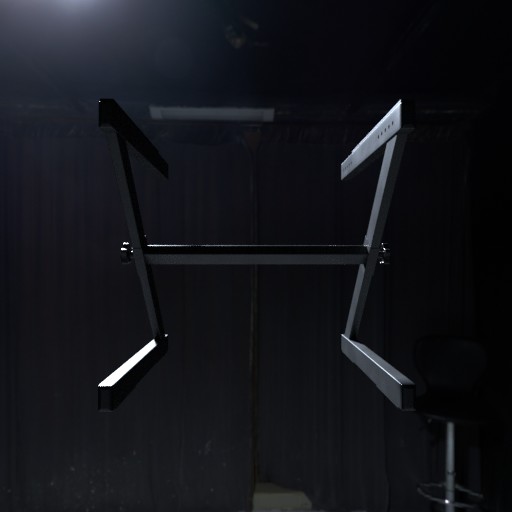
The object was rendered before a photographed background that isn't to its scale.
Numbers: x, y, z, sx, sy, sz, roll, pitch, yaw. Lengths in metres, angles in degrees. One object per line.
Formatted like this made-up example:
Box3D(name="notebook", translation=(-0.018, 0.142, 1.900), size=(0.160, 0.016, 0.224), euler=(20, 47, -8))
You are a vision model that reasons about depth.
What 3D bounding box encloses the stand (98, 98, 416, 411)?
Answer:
Box3D(name="stand", translation=(0.000, 0.000, 1.158), size=(0.700, 0.617, 0.586), euler=(0, 0, -1))
